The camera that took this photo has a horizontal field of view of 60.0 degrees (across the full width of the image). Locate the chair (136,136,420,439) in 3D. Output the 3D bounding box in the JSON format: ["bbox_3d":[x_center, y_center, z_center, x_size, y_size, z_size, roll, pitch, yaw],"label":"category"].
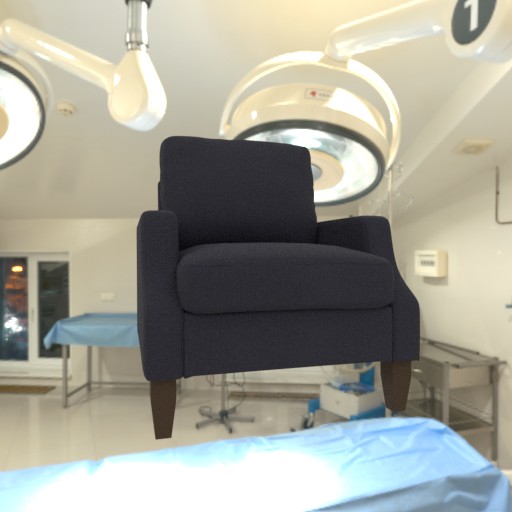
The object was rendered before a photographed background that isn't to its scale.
[{"bbox_3d":[0.000,0.000,1.669,0.855,0.991,0.897,0,1,-16],"label":"chair"}]
